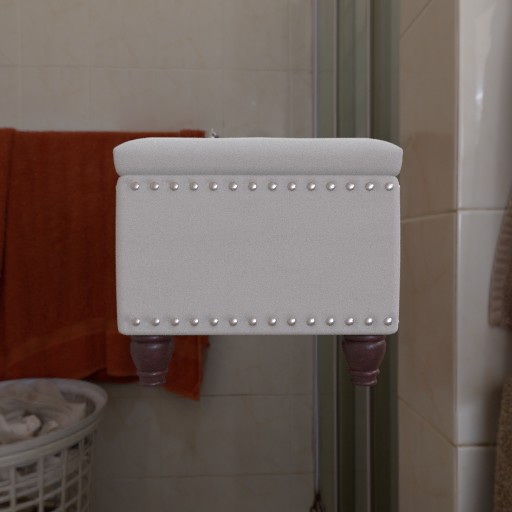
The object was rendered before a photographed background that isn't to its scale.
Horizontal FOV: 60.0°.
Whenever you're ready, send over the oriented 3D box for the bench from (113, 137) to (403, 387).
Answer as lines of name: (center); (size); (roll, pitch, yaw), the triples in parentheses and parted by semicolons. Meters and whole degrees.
bench: (0.000, 0.000, 1.202); (0.500, 0.449, 0.887); (0, 2, -1)
